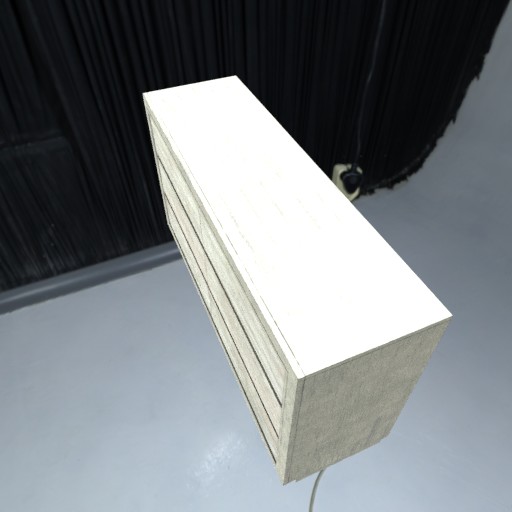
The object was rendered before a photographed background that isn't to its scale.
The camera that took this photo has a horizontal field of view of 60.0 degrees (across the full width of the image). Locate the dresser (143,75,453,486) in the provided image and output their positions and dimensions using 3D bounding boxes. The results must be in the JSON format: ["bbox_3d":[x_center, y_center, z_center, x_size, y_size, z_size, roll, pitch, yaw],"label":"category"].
[{"bbox_3d":[0.000,0.000,1.994,0.483,0.889,1.628,-17,49,-16],"label":"dresser"}]
